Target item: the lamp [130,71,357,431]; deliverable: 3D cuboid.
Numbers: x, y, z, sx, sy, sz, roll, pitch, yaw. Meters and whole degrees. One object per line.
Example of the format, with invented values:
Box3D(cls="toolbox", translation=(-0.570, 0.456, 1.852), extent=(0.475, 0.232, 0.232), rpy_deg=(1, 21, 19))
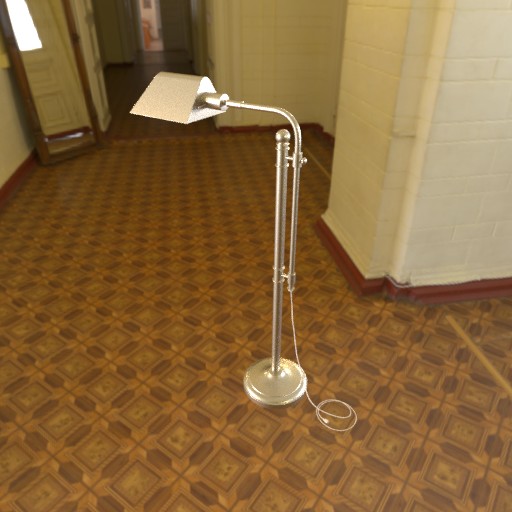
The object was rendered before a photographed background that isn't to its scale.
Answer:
Box3D(cls="lamp", translation=(0.000, 0.000, 0.961), extent=(0.546, 0.708, 0.159), rpy_deg=(20, 36, 30))
